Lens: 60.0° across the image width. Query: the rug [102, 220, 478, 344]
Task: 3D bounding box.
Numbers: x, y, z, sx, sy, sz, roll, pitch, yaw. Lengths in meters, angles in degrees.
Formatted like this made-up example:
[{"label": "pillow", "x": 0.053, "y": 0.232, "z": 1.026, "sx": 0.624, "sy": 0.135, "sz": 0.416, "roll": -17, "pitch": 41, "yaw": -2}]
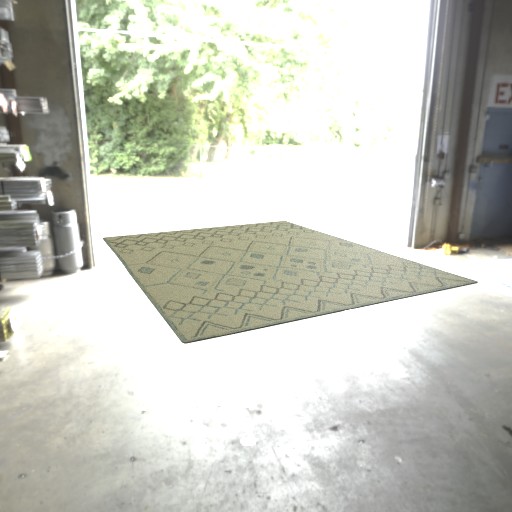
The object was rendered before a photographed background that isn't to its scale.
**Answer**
[{"label": "rug", "x": 0.000, "y": 0.000, "z": 4.318, "sx": 2.441, "sy": 0.013, "sz": 3.056, "roll": -7, "pitch": 17, "yaw": -26}]
